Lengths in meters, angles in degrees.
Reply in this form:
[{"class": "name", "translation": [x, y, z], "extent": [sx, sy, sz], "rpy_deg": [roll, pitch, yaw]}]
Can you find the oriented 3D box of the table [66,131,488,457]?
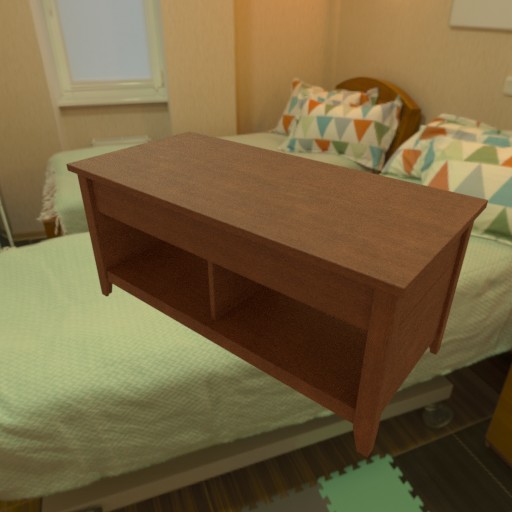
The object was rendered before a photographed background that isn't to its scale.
[{"class": "table", "translation": [0.000, 0.000, 1.271], "extent": [1.016, 0.457, 0.483], "rpy_deg": [22, 36, 33]}]
